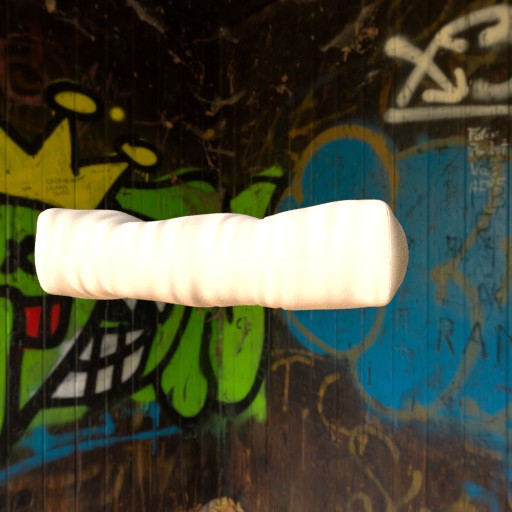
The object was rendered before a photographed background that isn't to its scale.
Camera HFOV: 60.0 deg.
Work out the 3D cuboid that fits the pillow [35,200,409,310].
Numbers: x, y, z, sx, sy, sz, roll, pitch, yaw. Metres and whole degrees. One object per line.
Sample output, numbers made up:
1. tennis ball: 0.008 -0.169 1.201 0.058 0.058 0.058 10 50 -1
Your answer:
1. pillow: 0.000 0.000 0.726 0.468 0.128 0.490 0 0 18
